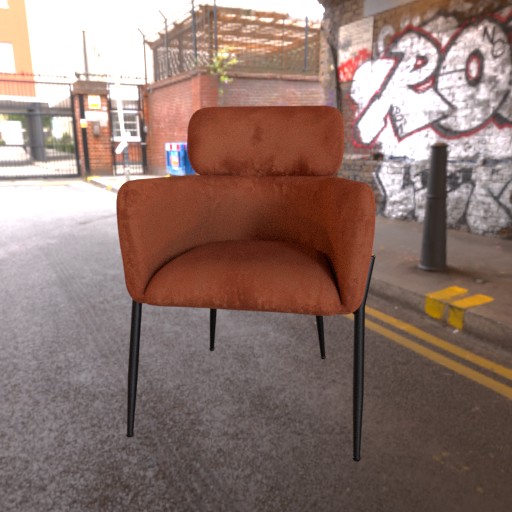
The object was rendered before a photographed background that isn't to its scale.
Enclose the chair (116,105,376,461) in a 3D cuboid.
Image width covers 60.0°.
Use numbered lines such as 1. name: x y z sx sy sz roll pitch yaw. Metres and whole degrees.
1. chair: 0.000 0.000 1.145 0.561 0.772 0.523 2 14 9
